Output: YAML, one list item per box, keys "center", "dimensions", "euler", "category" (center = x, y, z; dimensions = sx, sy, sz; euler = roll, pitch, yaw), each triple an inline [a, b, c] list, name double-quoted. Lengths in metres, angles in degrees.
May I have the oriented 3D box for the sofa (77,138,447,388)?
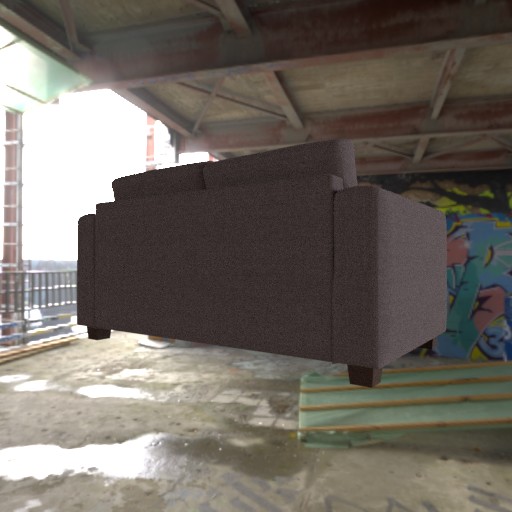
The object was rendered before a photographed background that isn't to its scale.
- center: [0.000, 0.000, 2.062]
  dimensions: [1.520, 0.800, 0.900]
  euler: [0, -1, 35]
  category: "sofa"
